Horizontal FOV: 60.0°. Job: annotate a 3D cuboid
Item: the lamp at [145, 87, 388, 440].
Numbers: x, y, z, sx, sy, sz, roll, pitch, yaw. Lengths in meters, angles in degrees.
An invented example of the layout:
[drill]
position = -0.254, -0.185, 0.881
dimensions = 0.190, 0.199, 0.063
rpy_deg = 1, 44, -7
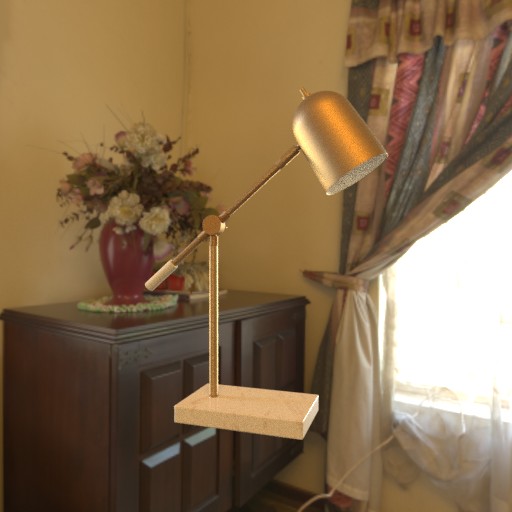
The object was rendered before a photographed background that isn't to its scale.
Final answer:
[lamp]
position = 0.000, 0.000, 0.827
dimensions = 0.471, 0.603, 0.144
rpy_deg = 0, 1, 18
